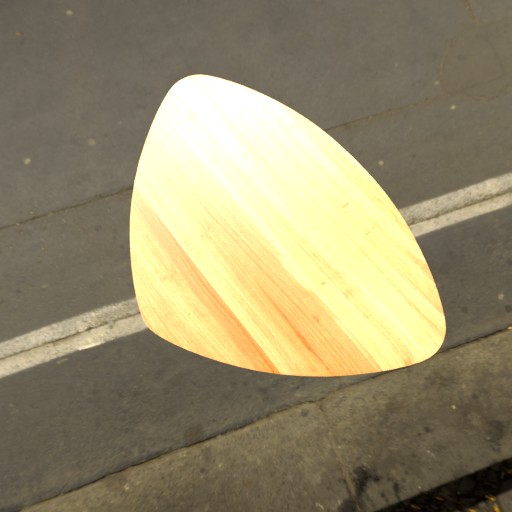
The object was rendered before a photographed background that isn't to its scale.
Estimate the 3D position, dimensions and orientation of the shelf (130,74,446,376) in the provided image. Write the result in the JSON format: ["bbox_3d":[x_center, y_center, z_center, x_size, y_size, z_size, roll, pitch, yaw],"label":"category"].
[{"bbox_3d":[0.000,0.000,1.623,0.863,0.439,1.240,-40,78,-10],"label":"shelf"}]
